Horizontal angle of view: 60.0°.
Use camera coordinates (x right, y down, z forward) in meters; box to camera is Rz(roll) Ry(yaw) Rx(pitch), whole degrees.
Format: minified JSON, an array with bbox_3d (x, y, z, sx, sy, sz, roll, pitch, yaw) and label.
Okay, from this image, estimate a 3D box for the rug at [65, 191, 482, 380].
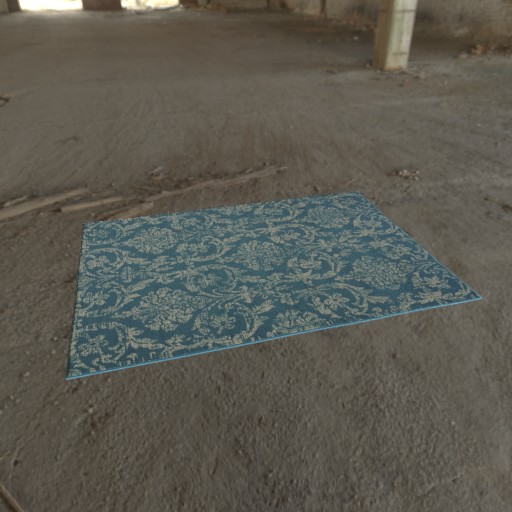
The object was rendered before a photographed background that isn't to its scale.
[{"bbox_3d":[0.000,0.000,2.865,2.205,0.012,1.554,-8,33,-13],"label":"rug"}]
